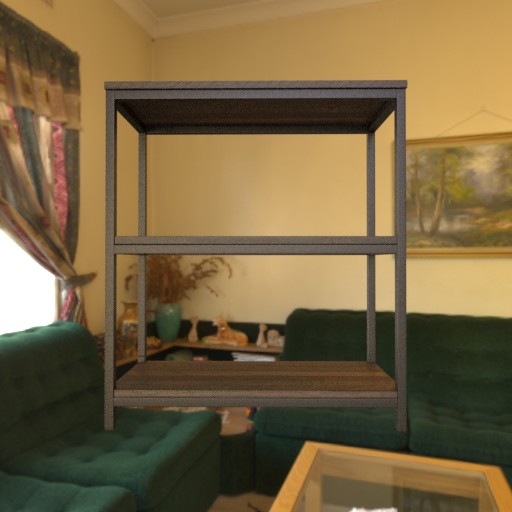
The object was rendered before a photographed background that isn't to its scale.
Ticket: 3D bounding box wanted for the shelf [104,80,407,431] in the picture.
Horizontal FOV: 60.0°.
[{"bbox_3d":[0.000,0.000,1.373,0.822,0.947,0.352,0,-1,1],"label":"shelf"}]
